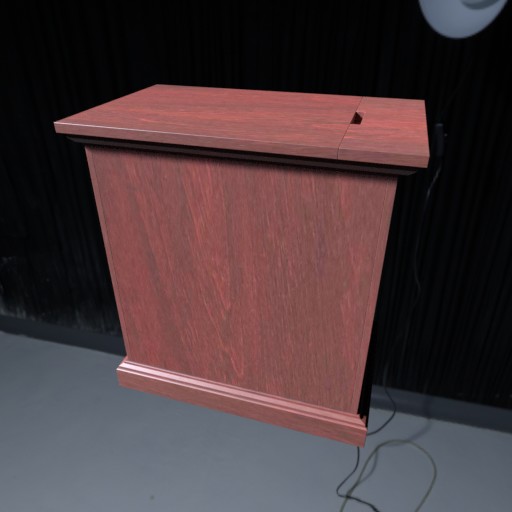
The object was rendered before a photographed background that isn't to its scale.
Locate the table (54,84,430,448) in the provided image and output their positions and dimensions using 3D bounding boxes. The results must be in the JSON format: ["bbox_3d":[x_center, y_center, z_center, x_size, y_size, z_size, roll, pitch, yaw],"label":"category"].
[{"bbox_3d":[0.000,0.000,0.956,0.584,0.612,0.356,9,32,15],"label":"table"}]
